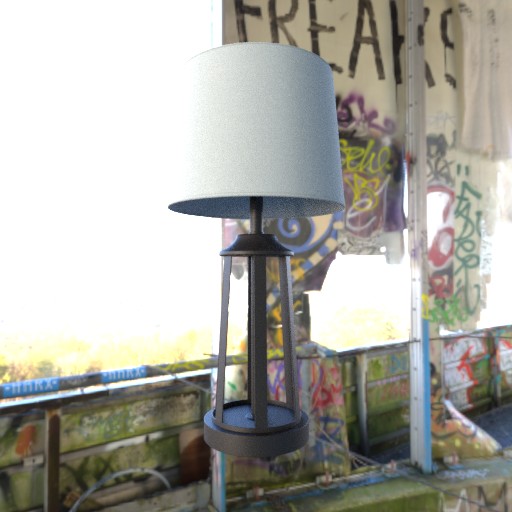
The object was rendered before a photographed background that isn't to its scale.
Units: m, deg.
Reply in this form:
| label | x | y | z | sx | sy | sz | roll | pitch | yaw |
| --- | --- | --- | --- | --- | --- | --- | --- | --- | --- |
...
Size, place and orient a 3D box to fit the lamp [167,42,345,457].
| label | x | y | z | sx | sy | sz | roll | pitch | yaw |
| --- | --- | --- | --- | --- | --- | --- | --- | --- | --- |
| lamp | 0.000 | 0.000 | 0.636 | 0.251 | 0.509 | 0.251 | 0 | -1 | 0 |
